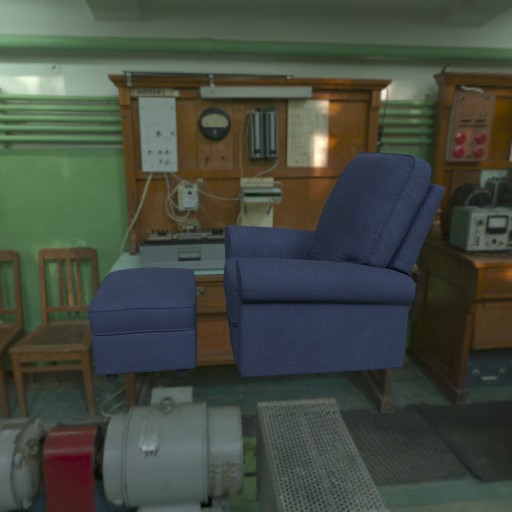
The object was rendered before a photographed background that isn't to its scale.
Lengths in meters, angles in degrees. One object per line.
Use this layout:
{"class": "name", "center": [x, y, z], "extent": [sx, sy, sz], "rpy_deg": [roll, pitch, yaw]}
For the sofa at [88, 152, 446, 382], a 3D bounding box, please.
{"class": "sofa", "center": [0.000, 0.000, 2.118], "extent": [1.478, 0.959, 0.880], "rpy_deg": [-2, 15, -8]}
